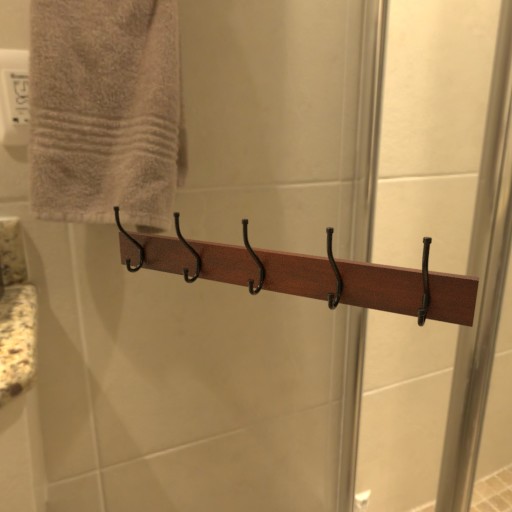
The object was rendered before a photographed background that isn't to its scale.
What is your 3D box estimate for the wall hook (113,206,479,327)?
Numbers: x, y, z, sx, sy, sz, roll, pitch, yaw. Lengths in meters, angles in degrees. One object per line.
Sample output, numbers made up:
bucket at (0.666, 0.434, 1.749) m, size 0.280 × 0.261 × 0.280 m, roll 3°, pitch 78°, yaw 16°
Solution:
wall hook at (0.000, 0.000, 0.633) m, size 0.571 × 0.117 × 0.071 m, roll 8°, pitch 17°, yaw 27°
